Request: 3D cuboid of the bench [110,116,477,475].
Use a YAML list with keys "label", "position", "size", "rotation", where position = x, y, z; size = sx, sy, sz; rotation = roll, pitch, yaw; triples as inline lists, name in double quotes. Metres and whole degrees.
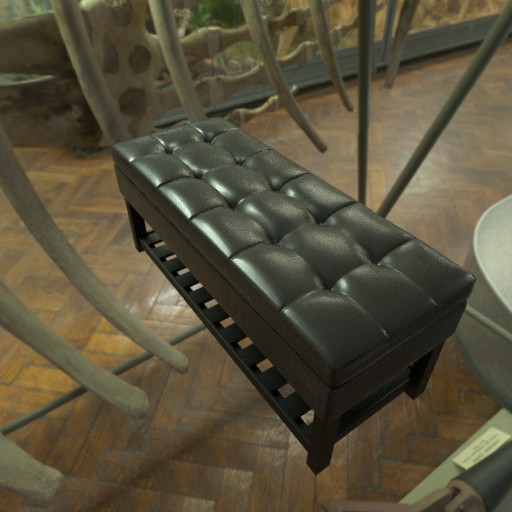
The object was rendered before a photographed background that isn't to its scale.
- label: "bench"
  position: [0.000, 0.000, 1.350]
  size: [0.432, 0.460, 1.105]
  rotation: [-24, 46, -26]
